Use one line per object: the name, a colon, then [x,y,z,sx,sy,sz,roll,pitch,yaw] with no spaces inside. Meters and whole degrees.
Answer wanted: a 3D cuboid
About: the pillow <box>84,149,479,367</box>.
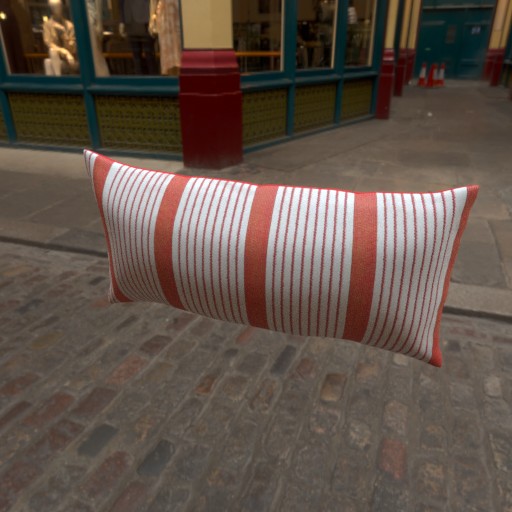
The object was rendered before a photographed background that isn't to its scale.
pillow: [0.000,0.000,0.713,0.608,0.297,0.151,8,27,17]
